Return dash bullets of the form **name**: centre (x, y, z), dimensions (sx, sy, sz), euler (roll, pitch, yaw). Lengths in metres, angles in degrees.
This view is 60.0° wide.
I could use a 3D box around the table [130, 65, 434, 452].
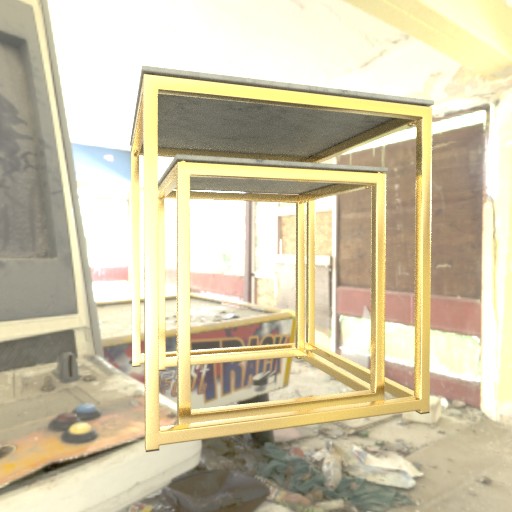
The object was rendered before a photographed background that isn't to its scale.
- **table**: centre (0.000, 0.000, 0.853), dimensions (0.450, 0.500, 0.450), euler (0, 1, -18)
